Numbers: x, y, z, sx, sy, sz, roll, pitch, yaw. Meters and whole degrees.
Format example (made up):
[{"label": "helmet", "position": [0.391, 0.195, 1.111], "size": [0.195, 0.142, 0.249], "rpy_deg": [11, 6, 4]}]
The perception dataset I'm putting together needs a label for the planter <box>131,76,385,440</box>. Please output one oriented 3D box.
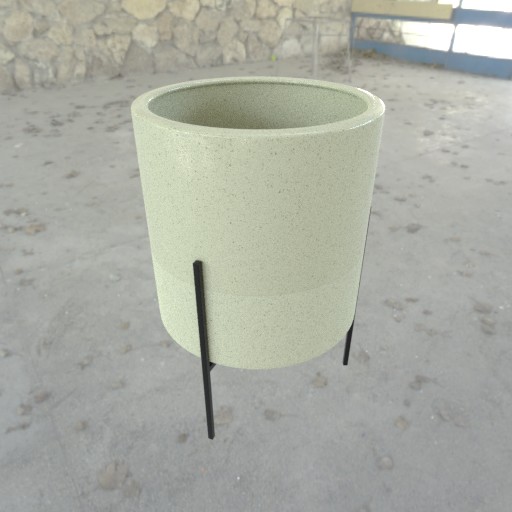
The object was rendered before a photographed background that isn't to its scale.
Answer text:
[{"label": "planter", "position": [0.000, 0.000, 0.689], "size": [0.314, 0.475, 0.323], "rpy_deg": [-19, 37, -28]}]
